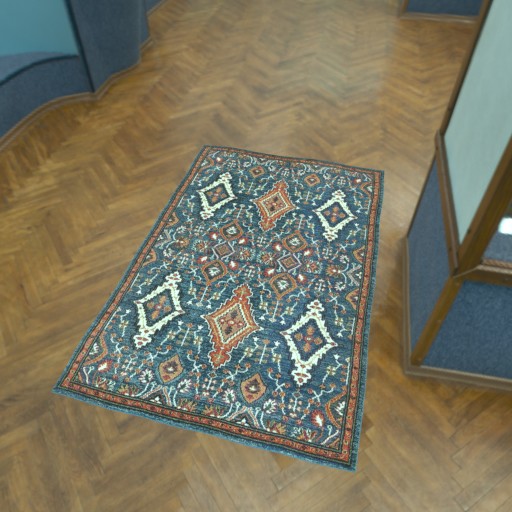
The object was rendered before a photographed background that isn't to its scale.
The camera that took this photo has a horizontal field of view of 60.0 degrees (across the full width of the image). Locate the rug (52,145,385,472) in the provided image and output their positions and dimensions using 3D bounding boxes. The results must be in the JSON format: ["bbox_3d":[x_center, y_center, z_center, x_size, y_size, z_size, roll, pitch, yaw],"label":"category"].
[{"bbox_3d":[0.000,0.000,2.246,1.195,0.014,1.847,11,47,10],"label":"rug"}]
